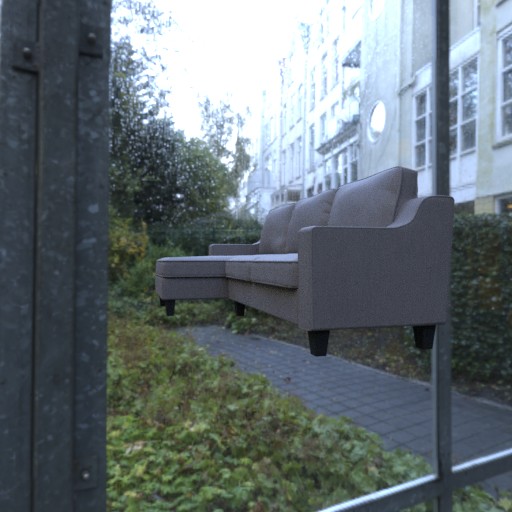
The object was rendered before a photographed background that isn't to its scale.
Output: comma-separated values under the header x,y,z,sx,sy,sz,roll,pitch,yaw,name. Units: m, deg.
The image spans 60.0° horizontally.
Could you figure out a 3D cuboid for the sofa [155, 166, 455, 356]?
x,y,z,sx,sy,sz,roll,pitch,yaw,name
0.000,0.000,3.204,1.294,0.928,2.561,0,0,-16,sofa
